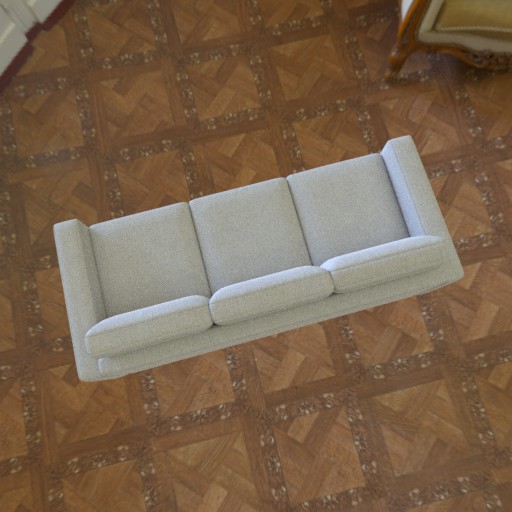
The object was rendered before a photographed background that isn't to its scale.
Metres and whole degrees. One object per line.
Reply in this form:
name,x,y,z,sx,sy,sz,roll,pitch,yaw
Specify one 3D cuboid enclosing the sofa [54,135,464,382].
sofa,0.000,0.000,2.575,2.120,0.800,0.900,-15,77,-3
